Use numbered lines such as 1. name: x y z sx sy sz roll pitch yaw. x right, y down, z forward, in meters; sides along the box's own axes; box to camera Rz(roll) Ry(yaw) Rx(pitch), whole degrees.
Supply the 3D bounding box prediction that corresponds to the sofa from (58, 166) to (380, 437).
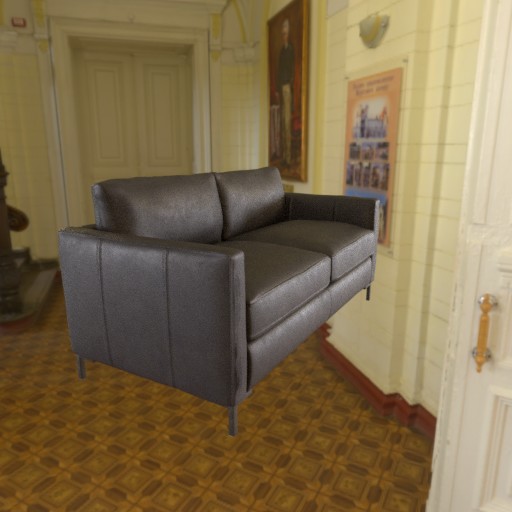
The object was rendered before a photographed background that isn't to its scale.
1. sofa: 0.000 0.000 2.389 0.947 0.883 1.805 7 16 27
